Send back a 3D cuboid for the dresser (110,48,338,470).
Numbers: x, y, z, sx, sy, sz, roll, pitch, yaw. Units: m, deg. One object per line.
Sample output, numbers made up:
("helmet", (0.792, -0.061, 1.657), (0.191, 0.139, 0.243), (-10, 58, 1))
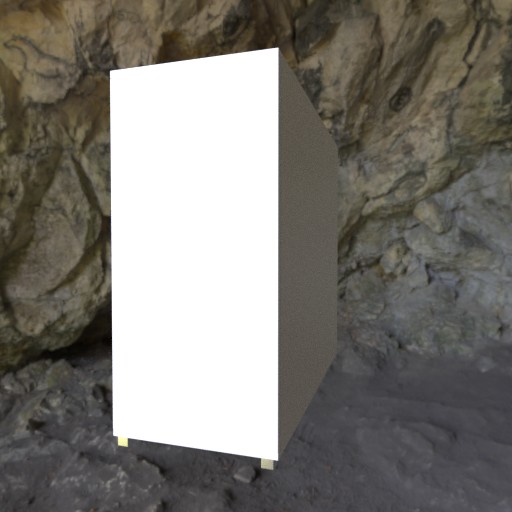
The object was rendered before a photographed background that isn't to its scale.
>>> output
("dresser", (0.000, 0.000, 1.636), (0.460, 1.000, 1.100), (0, 2, 18))
